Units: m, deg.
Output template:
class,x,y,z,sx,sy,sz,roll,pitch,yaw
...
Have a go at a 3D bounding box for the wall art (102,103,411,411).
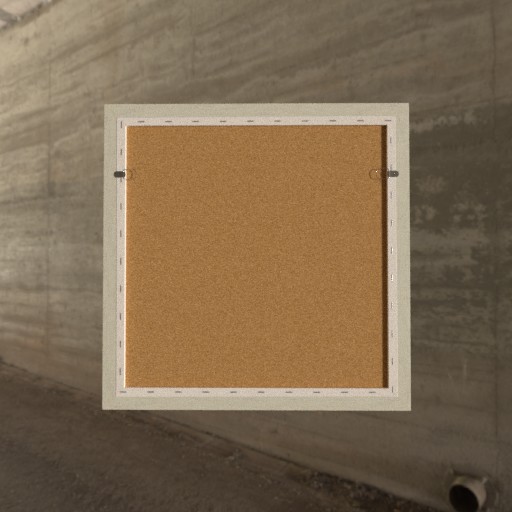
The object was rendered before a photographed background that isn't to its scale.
class,x,y,z,sx,sy,sz,roll,pitch,yaw
wall art,0.000,0.000,1.488,1.016,1.016,0.045,0,-1,1
